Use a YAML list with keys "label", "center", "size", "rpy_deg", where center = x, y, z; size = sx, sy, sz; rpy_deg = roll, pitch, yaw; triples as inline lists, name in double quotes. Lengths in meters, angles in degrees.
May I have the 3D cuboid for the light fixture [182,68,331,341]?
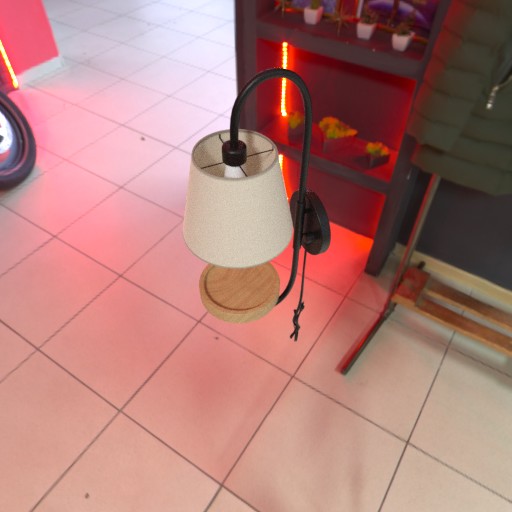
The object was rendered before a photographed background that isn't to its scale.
- label: "light fixture"
  center: [0.000, 0.000, 0.971]
  size: [0.299, 0.821, 0.220]
  rpy_deg: [-18, 50, -16]
